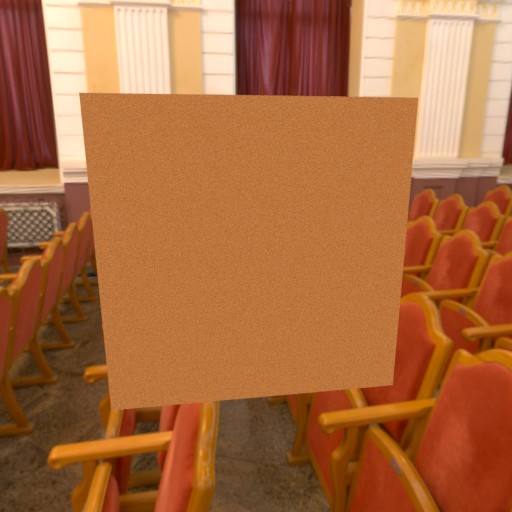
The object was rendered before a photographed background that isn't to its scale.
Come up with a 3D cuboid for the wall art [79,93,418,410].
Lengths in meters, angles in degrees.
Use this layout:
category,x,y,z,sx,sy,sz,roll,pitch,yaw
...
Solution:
category,x,y,z,sx,sy,sz,roll,pitch,yaw
wall art,0.000,0.000,0.568,0.386,0.385,0.038,-2,15,-9
